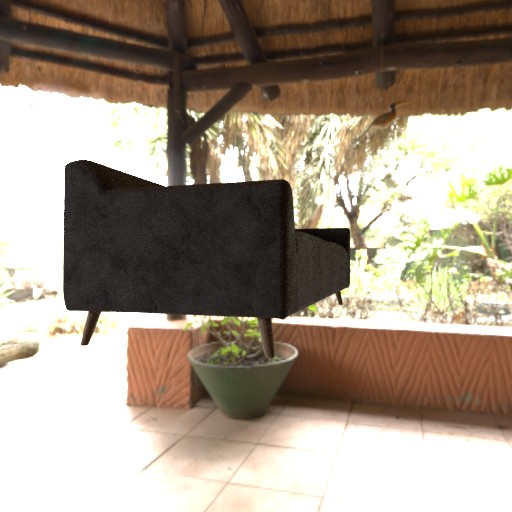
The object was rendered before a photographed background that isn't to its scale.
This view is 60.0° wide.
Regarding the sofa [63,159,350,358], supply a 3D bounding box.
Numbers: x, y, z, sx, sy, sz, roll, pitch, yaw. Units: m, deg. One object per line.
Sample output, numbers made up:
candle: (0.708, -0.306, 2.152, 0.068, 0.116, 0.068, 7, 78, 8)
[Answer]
sofa: (0.000, 0.000, 2.621, 0.900, 0.740, 2.190, 0, -1, 17)
